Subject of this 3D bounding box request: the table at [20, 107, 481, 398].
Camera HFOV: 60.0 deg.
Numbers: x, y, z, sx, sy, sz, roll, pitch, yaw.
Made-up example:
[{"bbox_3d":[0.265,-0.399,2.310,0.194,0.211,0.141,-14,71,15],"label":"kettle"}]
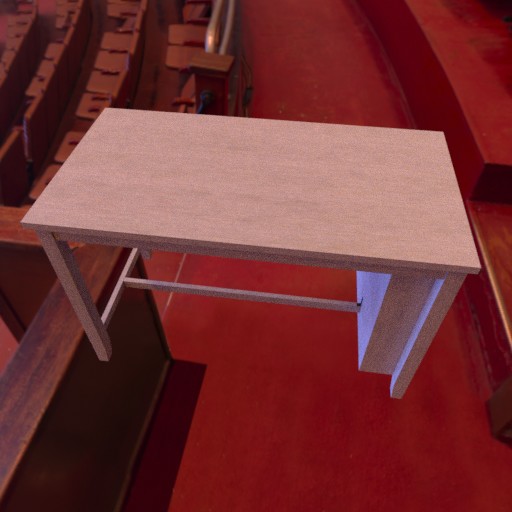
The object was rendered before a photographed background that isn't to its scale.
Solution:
[{"bbox_3d":[0.000,0.000,1.894,1.397,0.874,0.729,6,47,5],"label":"table"}]
